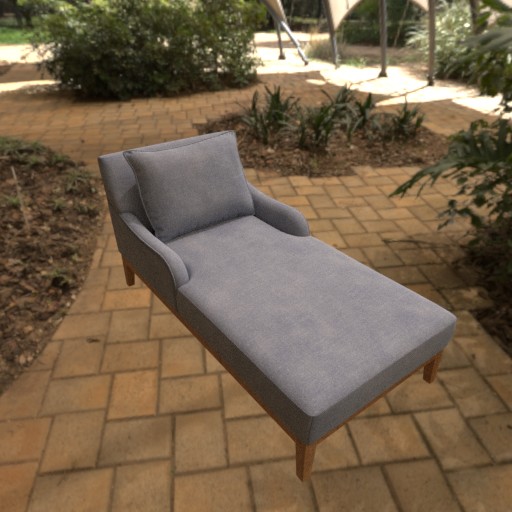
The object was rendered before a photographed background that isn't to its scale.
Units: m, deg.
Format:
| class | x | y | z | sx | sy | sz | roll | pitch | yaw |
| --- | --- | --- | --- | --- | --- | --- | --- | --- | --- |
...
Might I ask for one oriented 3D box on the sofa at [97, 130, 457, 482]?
| class | x | y | z | sx | sy | sz | roll | pitch | yaw |
| --- | --- | --- | --- | --- | --- | --- | --- | --- | --- |
| sofa | 0.000 | 0.000 | 2.274 | 0.904 | 0.883 | 1.779 | -21 | 37 | -31 |
